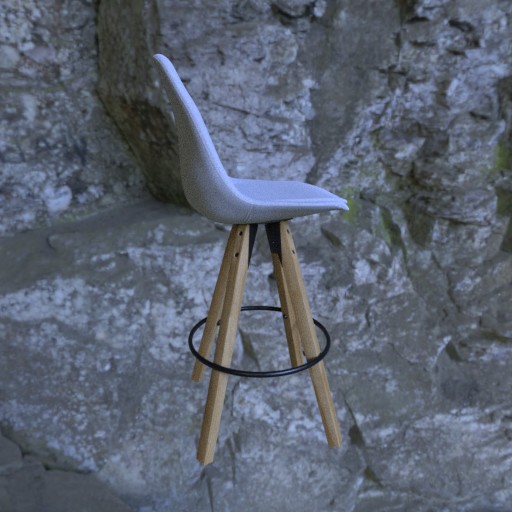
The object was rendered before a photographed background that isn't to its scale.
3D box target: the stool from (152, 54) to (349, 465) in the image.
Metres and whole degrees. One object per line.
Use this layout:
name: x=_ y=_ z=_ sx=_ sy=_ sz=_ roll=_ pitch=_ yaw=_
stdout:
stool: x=0.000 y=0.000 z=1.379 sx=0.550 sy=1.115 sz=0.484 roll=-3 pitch=17 yaw=-10
